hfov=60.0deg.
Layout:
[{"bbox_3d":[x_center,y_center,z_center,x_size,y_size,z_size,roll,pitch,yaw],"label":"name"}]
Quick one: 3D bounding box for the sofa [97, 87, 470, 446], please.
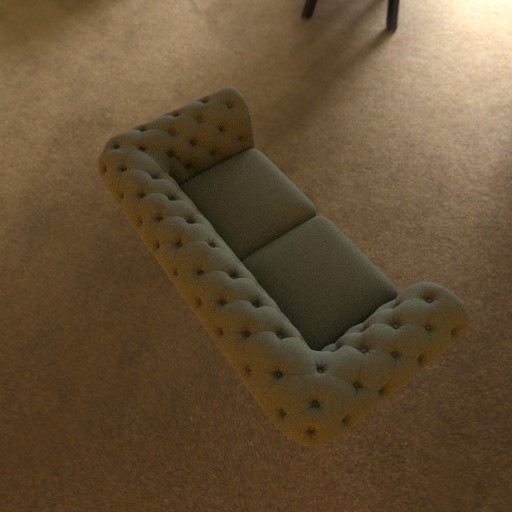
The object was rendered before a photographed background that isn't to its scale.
[{"bbox_3d":[0.000,0.000,2.475,0.986,0.764,1.998,-32,64,-18],"label":"sofa"}]
